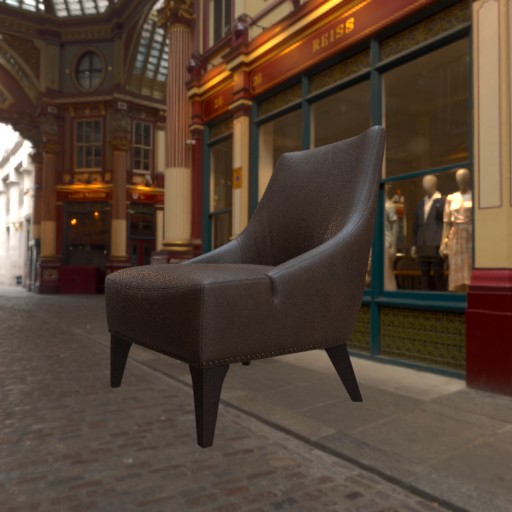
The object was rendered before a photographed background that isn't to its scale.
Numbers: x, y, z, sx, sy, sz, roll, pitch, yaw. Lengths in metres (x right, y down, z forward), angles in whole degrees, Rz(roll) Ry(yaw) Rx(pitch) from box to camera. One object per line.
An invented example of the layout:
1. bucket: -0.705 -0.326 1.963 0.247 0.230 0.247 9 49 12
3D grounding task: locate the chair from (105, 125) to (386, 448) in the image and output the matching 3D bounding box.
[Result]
1. chair: 0.000 0.000 1.528 0.861 0.909 0.701 0 -1 -37
